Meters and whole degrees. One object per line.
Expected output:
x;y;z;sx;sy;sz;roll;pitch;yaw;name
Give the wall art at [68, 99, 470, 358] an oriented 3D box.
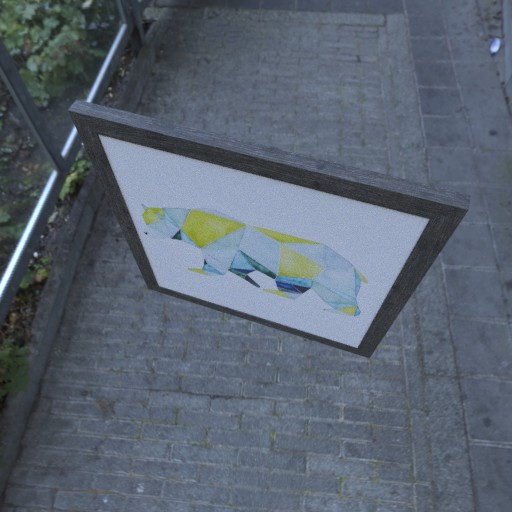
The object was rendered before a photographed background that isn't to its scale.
0.000;0.000;0.688;0.462;0.459;0.027;16;60;10;wall art
